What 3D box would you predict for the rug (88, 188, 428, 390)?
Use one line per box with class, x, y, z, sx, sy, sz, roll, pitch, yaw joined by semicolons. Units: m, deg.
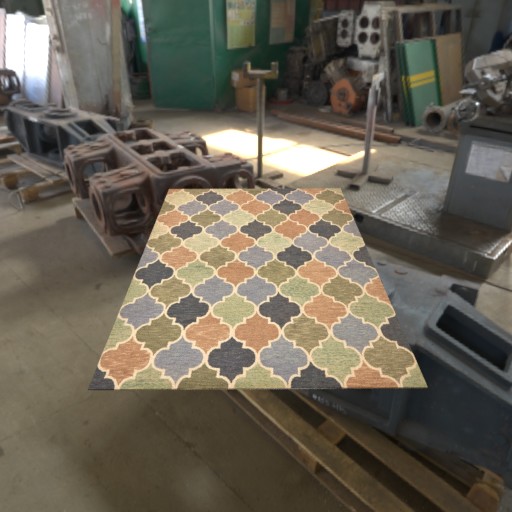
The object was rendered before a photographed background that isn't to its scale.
rug;0.000;0.000;2.367;1.216;0.006;1.828;0;31;0
